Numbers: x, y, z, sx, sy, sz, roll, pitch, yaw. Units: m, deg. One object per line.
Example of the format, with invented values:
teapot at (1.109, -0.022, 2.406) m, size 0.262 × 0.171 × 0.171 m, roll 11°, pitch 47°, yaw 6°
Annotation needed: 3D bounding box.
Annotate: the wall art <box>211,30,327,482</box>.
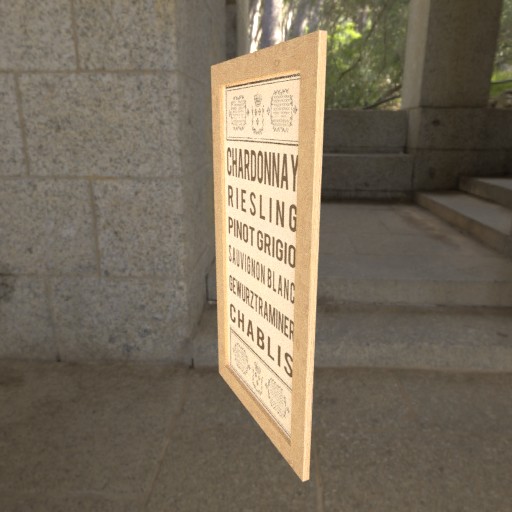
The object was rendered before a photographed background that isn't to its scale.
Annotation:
wall art at (0.000, 0.000, 0.810) m, size 0.013 × 0.683 × 0.381 m, roll -8°, pitch 18°, yaw -25°
